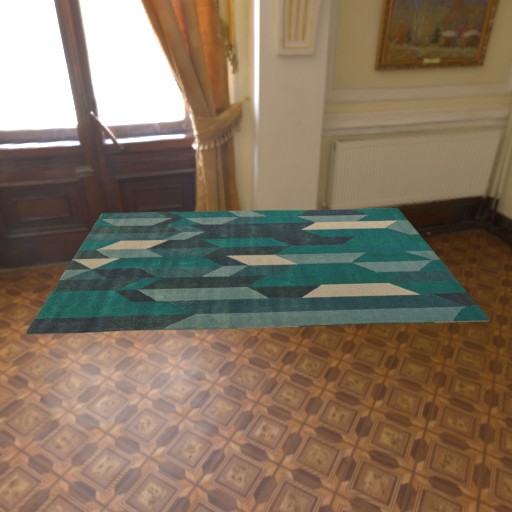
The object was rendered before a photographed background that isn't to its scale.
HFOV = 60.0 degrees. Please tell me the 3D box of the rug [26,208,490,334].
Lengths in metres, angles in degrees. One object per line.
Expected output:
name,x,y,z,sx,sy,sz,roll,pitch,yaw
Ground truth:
rug,0.000,0.000,2.966,2.420,0.005,1.528,-1,29,-2
